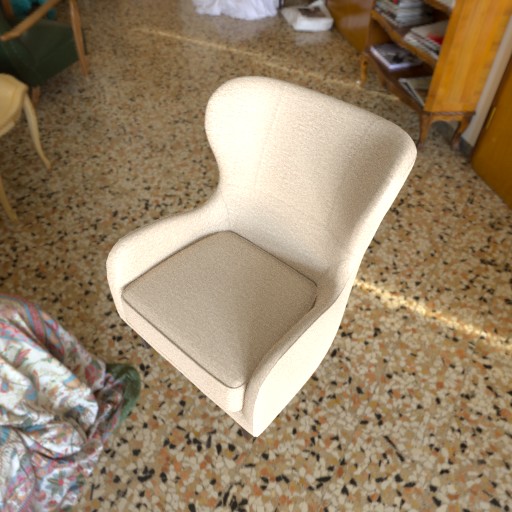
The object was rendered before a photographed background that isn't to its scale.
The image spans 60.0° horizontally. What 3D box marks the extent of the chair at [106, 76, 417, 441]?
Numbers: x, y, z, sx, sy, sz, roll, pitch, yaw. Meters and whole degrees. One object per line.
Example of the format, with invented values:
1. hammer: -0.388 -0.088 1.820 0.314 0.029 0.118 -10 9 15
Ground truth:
1. chair: 0.000 0.000 1.825 0.861 1.064 0.984 33 54 28
